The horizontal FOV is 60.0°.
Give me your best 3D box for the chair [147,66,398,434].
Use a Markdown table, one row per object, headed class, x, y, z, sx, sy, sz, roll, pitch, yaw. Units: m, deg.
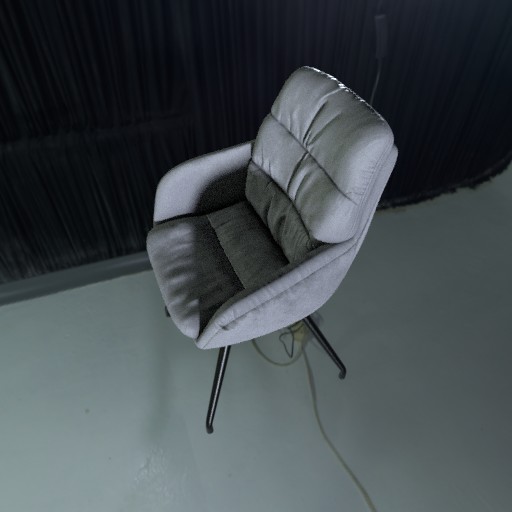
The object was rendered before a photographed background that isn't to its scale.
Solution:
| class | x | y | z | sx | sy | sz | roll | pitch | yaw |
| --- | --- | --- | --- | --- | --- | --- | --- | --- | --- |
| chair | 0.000 | 0.000 | 1.270 | 0.569 | 0.888 | 0.579 | -17 | 48 | -16 |
